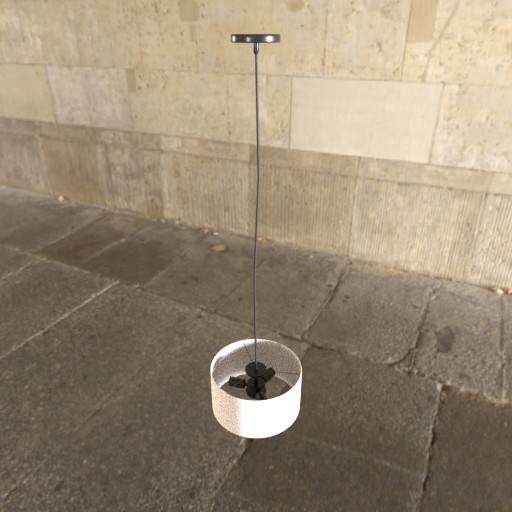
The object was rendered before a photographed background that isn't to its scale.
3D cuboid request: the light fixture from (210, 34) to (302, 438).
[{"bbox_3d":[0.000,0.000,1.693,0.399,1.516,0.399,0,27,0],"label":"light fixture"}]
